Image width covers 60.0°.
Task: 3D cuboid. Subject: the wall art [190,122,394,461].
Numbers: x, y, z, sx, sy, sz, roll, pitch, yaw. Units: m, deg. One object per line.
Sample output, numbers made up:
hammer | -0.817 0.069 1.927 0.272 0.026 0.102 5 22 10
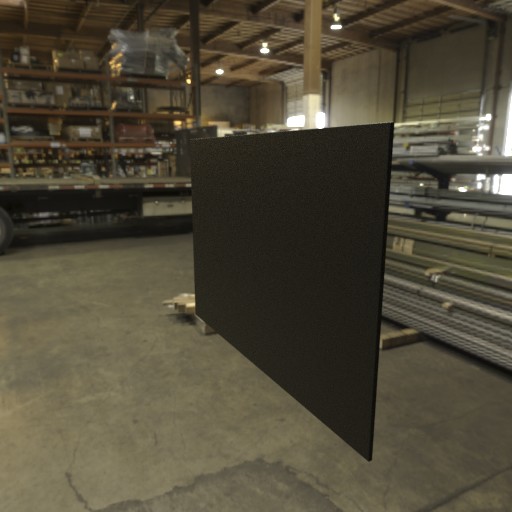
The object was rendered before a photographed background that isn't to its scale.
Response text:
wall art | 0.000 0.000 1.523 0.013 0.811 1.192 -7 14 -28
